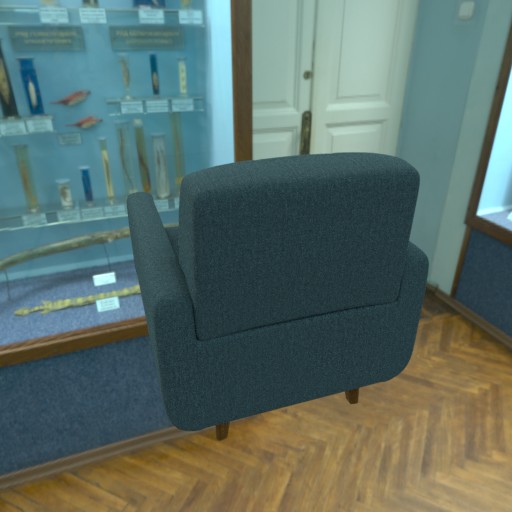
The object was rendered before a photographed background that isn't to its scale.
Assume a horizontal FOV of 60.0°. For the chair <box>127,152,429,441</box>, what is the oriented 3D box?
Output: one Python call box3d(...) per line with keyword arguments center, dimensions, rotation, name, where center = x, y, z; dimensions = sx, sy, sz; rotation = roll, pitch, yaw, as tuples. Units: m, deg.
box3d(center=(0.000, 0.000, 1.712), dimensions=(0.880, 0.940, 0.964), rotation=(-9, 28, -17), name="chair")
